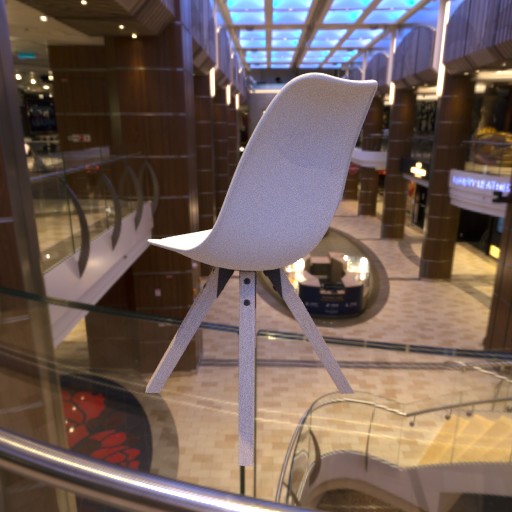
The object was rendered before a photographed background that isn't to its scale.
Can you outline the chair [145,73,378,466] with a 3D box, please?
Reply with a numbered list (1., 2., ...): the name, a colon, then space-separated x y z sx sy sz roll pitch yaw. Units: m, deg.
1. chair: 0.000 0.000 1.178 0.485 0.850 0.550 -15 22 -42
